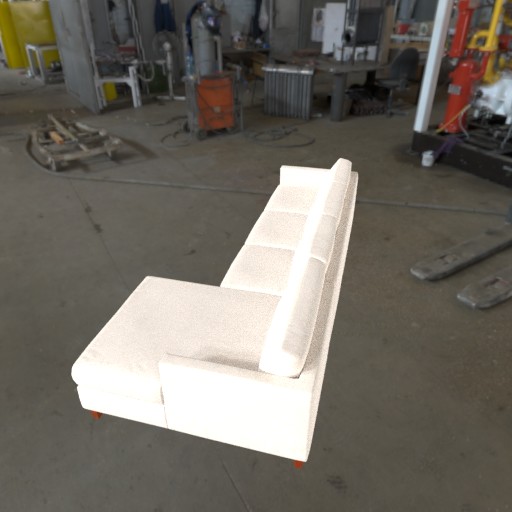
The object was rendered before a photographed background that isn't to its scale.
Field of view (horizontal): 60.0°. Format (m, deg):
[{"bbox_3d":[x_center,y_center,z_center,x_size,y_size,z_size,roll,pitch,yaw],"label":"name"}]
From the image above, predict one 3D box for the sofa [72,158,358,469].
[{"bbox_3d":[0.000,0.000,4.137,1.606,0.954,3.471,8,33,13],"label":"sofa"}]
